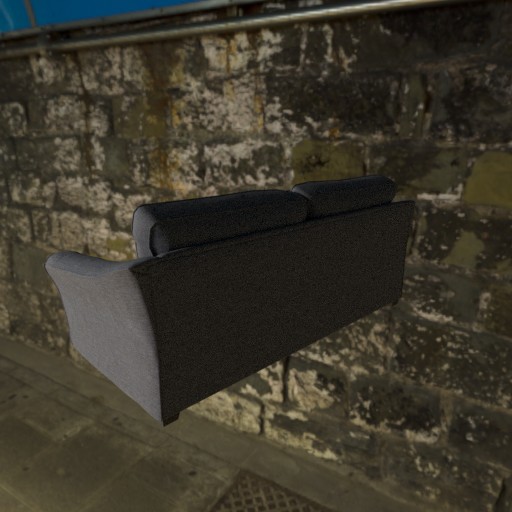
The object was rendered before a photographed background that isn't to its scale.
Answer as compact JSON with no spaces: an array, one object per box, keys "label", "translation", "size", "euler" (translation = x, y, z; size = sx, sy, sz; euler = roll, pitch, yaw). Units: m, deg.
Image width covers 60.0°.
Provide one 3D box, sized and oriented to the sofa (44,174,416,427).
[{"label":"sofa","translation":[0.000,0.000,2.774],"size":[2.270,0.950,0.971],"euler":[-15,22,-42]}]
